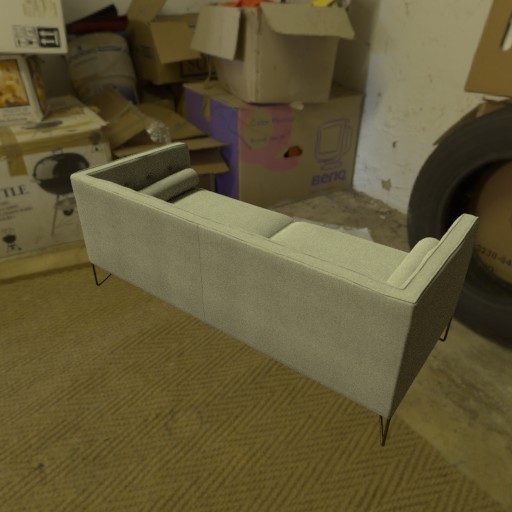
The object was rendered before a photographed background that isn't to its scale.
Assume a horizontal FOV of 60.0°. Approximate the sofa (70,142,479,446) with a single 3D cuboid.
[{"bbox_3d":[0.000,0.000,2.551,2.079,0.798,0.912,21,37,31],"label":"sofa"}]
